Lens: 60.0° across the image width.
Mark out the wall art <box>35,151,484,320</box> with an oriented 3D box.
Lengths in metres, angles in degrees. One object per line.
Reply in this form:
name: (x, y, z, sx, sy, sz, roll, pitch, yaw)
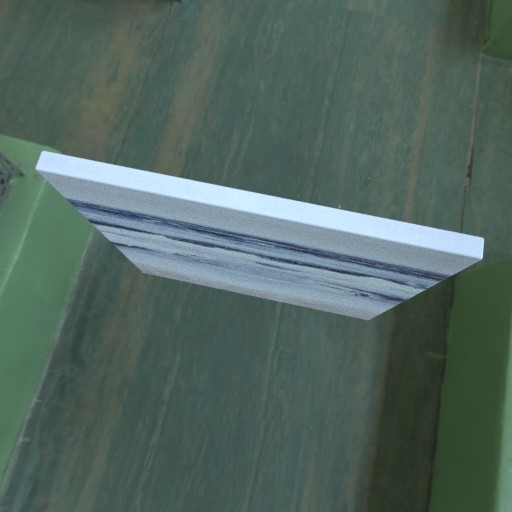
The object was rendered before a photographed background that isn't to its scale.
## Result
wall art: (0.000, 0.000, 1.096, 0.755, 0.747, 0.065, 12, 75, 3)
